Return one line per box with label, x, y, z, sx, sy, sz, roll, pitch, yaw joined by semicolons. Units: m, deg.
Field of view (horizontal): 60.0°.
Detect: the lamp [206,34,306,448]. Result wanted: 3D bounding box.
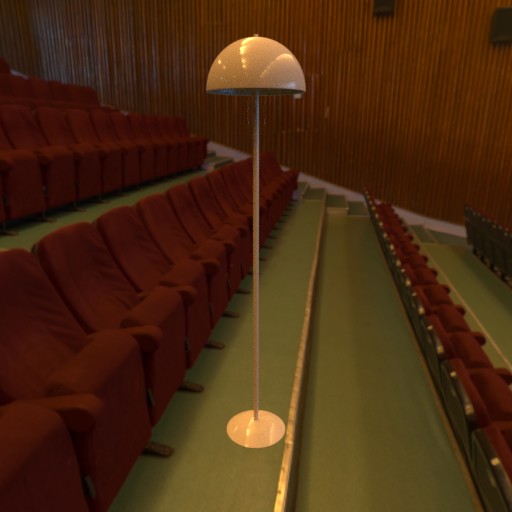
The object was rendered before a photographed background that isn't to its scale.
lamp;0.000;0.000;1.628;0.328;1.480;0.328;3;16;9
